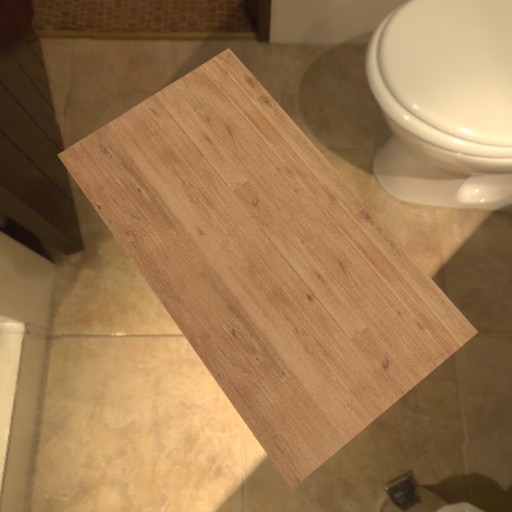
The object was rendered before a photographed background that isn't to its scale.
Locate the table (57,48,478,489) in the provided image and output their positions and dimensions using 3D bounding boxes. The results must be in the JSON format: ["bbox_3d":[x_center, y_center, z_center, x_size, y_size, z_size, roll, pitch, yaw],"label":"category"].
[{"bbox_3d":[0.000,0.000,2.047,0.918,0.531,1.619,-36,77,-9],"label":"table"}]
